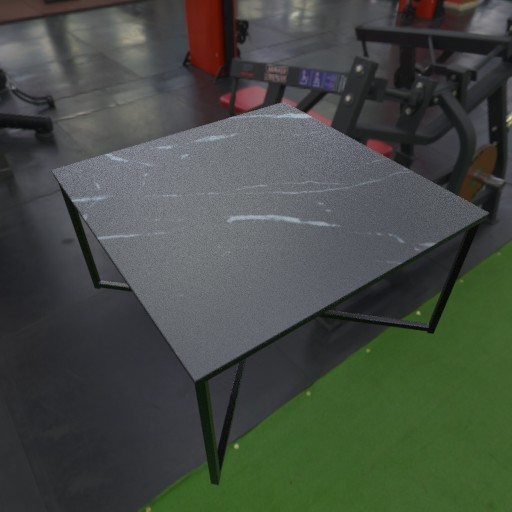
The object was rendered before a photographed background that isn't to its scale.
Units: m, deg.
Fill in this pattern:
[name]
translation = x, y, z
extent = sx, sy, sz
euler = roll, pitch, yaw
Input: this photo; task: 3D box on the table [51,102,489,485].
[table]
translation = 0.000, 0.000, 1.280
extent = 0.800, 0.450, 0.800
euler = -25, 47, -25
